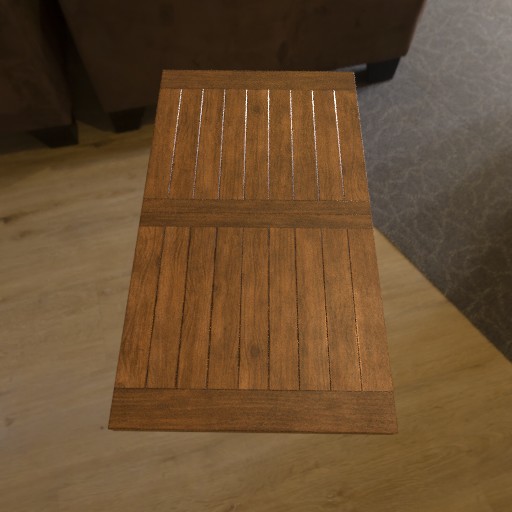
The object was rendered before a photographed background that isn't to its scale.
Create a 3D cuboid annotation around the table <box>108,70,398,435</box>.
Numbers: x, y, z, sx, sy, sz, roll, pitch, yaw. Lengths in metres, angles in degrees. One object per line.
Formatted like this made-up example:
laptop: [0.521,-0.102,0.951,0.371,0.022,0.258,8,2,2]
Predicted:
table: [0.000,0.000,2.128,0.931,0.757,1.641,1,63,0]
